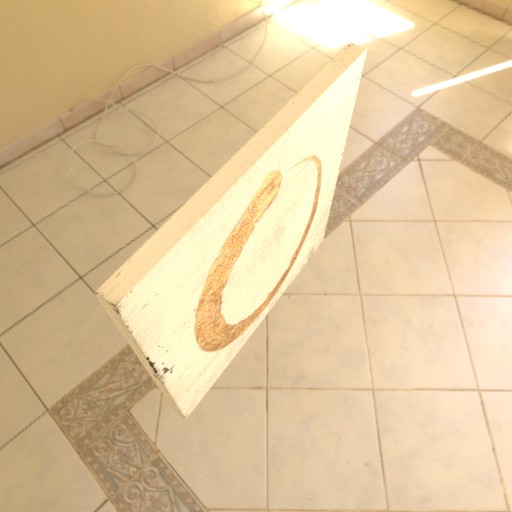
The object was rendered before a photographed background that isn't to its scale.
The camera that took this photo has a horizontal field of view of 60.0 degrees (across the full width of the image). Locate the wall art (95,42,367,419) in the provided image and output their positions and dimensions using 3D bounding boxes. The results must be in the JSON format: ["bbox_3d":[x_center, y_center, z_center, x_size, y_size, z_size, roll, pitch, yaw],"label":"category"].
[{"bbox_3d":[0.000,0.000,0.903,0.040,0.611,0.610,31,63,18],"label":"wall art"}]
